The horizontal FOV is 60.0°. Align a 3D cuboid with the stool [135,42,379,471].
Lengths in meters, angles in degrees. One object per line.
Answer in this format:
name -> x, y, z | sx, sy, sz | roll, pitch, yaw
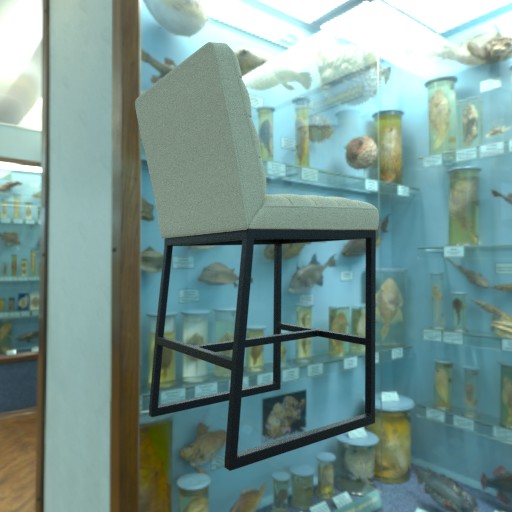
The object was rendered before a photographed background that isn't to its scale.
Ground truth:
stool -> 0.000, 0.000, 1.278 | 0.560, 0.940, 0.460 | 1, -1, -36
